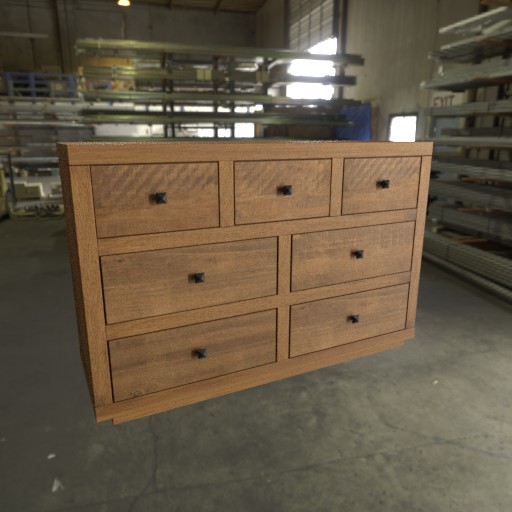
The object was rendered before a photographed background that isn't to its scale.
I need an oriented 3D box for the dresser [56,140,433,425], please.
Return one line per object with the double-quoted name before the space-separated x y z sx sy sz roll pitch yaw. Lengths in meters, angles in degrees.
"dresser" 0.000 0.000 1.658 1.261 0.825 0.479 -8 17 -26
